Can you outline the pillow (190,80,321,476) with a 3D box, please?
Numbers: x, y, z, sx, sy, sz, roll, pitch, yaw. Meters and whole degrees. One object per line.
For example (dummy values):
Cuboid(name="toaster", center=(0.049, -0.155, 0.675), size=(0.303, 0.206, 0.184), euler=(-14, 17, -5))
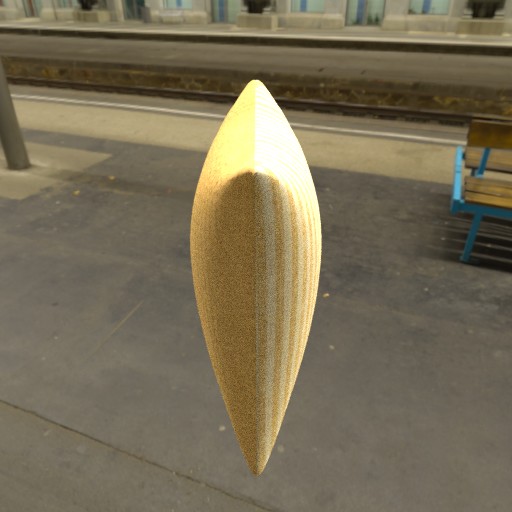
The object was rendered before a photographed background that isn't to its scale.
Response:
Cuboid(name="pillow", center=(0.000, 0.000, 0.634), size=(0.173, 0.407, 0.419), euler=(0, 31, 0))
